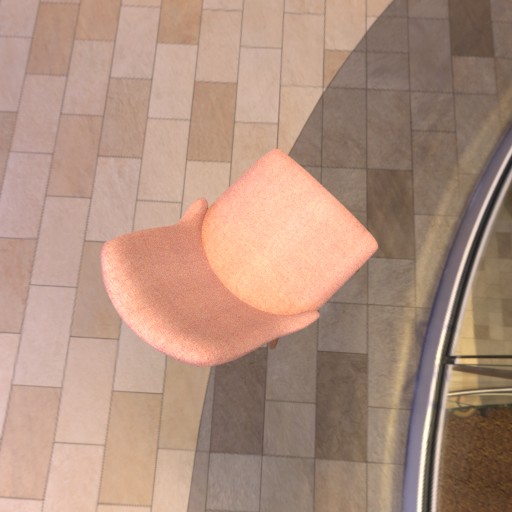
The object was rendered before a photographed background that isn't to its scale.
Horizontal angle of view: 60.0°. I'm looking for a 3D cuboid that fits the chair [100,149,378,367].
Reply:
[{"bbox_3d":[0.000,0.000,1.367,0.707,0.918,0.535,-42,80,-9],"label":"chair"}]
